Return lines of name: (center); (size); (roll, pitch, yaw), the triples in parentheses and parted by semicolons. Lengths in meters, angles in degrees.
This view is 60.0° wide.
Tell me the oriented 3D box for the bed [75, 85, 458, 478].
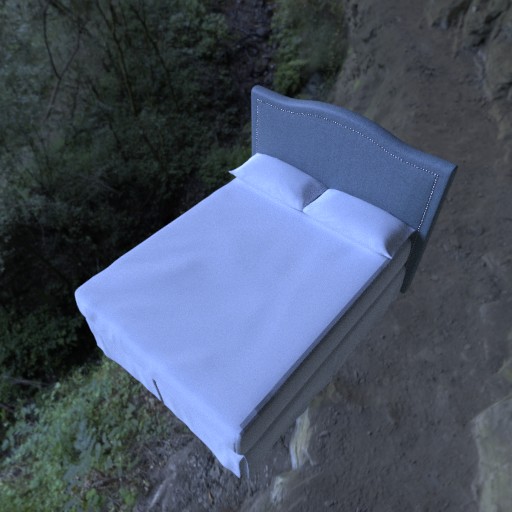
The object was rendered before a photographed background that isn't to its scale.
bed: (0.000, 0.000, 3.233); (1.753, 1.460, 2.143); (32, 55, 26)
